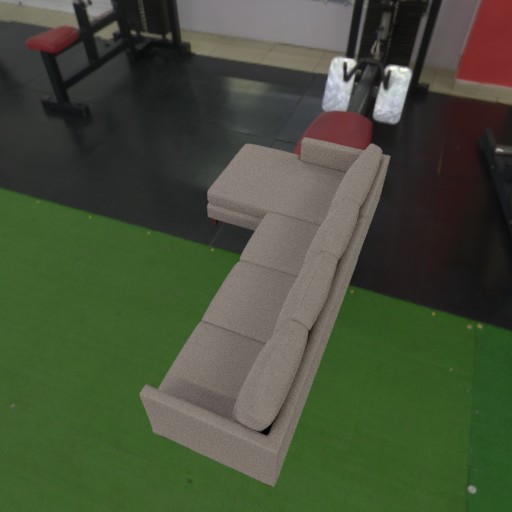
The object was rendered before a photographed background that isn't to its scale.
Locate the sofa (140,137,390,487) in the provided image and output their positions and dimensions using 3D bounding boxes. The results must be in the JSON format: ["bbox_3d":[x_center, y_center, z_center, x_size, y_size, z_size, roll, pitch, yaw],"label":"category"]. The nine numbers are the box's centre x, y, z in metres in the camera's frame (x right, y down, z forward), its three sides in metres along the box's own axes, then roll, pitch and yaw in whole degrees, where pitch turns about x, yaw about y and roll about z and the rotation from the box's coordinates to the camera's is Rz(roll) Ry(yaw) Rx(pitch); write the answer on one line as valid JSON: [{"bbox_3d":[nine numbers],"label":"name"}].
[{"bbox_3d":[0.000,0.000,3.874,1.625,0.846,3.186,17,49,16],"label":"sofa"}]
